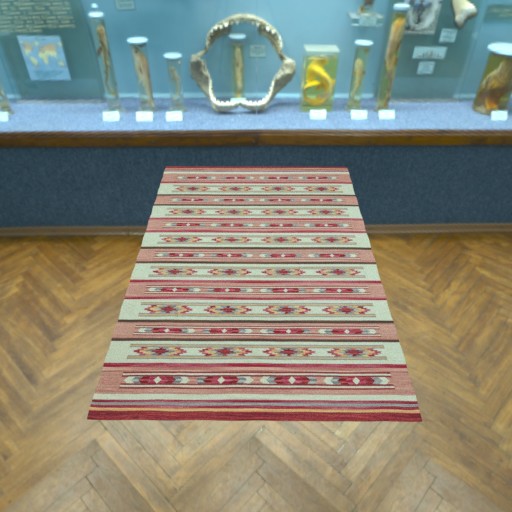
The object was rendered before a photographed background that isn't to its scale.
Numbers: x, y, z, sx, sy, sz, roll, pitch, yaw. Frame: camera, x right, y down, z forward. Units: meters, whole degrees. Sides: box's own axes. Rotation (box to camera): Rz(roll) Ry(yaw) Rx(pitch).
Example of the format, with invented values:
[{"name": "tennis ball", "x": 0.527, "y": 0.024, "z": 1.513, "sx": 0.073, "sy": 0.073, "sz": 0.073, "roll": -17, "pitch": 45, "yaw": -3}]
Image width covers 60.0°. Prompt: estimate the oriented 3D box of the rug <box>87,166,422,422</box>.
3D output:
[{"name": "rug", "x": 0.000, "y": 0.000, "z": 2.290, "sx": 1.223, "sy": 0.008, "sz": 1.817, "roll": 0, "pitch": 41, "yaw": 0}]
